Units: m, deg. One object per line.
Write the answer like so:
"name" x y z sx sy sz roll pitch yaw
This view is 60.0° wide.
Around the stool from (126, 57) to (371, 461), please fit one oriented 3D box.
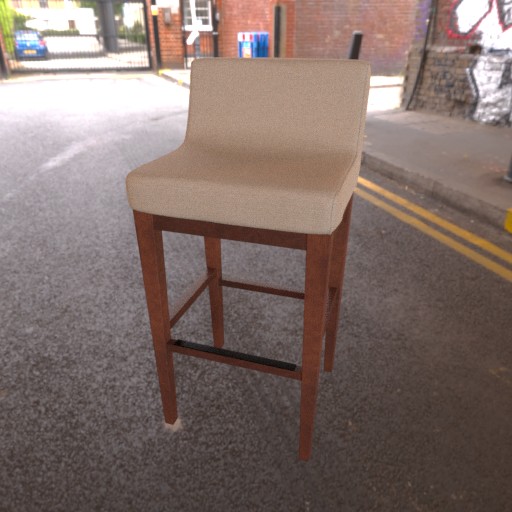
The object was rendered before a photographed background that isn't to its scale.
"stool" 0.000 0.000 1.289 0.511 1.037 0.500 8 28 16
